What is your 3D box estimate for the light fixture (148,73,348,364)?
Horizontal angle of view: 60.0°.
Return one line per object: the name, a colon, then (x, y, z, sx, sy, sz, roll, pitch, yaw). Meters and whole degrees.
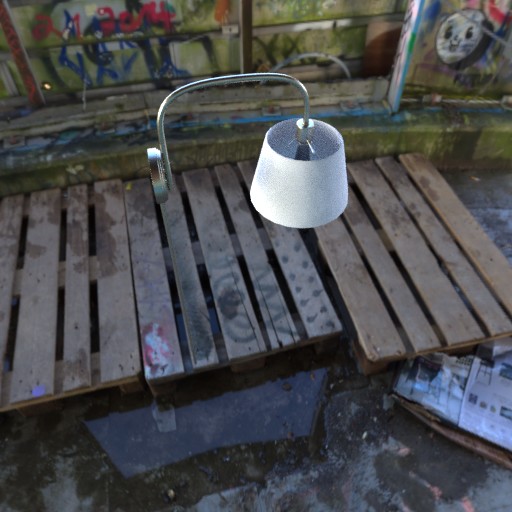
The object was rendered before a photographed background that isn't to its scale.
light fixture: (0.000, 0.000, 0.472, 0.176, 0.399, 0.092, -10, 49, -9)
